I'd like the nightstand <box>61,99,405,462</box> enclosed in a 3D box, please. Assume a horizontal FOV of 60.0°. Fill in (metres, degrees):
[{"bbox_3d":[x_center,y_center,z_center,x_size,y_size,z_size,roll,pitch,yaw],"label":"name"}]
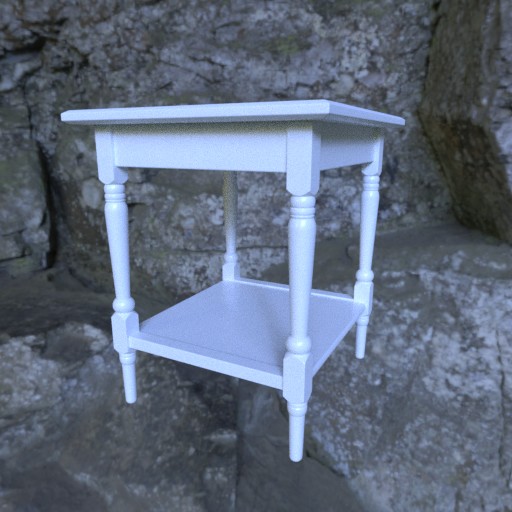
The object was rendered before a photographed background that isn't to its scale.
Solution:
[{"bbox_3d":[0.000,0.000,0.908,0.459,0.555,0.505,8,16,27],"label":"nightstand"}]
